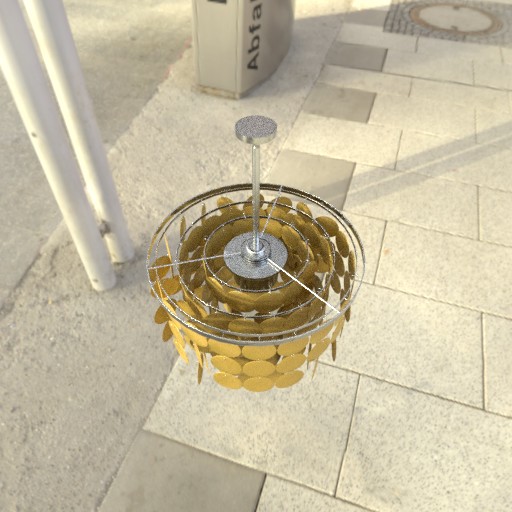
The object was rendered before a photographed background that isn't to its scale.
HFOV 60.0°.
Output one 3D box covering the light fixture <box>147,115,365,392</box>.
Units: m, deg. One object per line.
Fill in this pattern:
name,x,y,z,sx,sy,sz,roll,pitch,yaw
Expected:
light fixture,0.000,0.000,0.743,0.368,0.492,0.368,0,47,0
